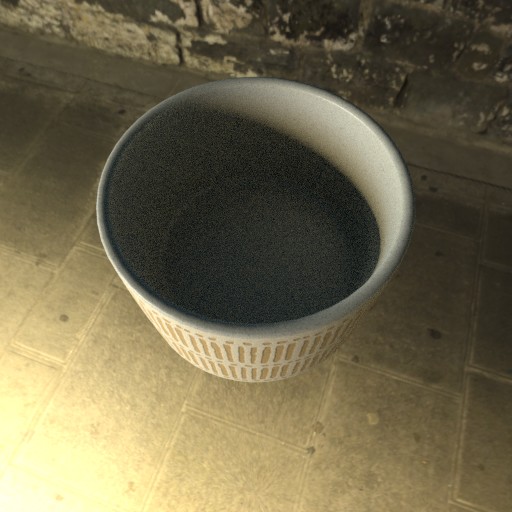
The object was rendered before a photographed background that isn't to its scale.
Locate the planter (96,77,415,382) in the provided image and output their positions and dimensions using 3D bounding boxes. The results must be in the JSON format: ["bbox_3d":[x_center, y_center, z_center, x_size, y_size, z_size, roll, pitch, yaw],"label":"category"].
[{"bbox_3d":[0.000,0.000,0.576,0.317,0.303,0.317,0,62,0],"label":"planter"}]
